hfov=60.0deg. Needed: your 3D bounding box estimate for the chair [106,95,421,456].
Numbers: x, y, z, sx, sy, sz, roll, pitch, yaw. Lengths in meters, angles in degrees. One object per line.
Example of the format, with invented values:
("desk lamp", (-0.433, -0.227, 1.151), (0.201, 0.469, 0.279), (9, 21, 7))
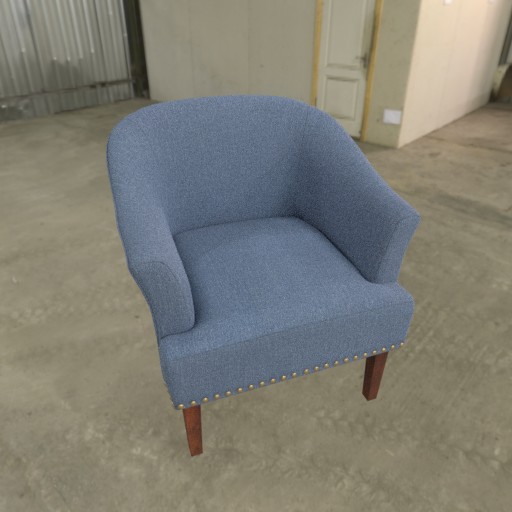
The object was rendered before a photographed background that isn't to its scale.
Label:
("chair", (0.000, 0.000, 1.355), (0.772, 0.815, 0.704), (-11, 33, -17))
